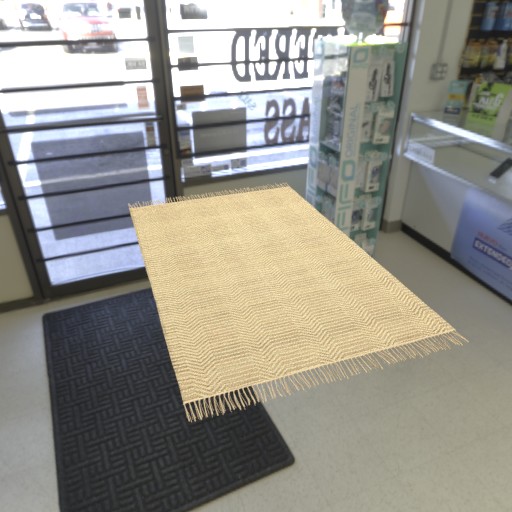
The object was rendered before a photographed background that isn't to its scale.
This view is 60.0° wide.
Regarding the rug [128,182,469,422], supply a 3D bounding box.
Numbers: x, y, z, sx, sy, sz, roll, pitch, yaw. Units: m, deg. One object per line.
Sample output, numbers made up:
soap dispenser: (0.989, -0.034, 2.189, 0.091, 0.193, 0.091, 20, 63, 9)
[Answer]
rug: (0.000, 0.000, 3.157, 1.528, 0.034, 2.523, -10, 32, -17)
